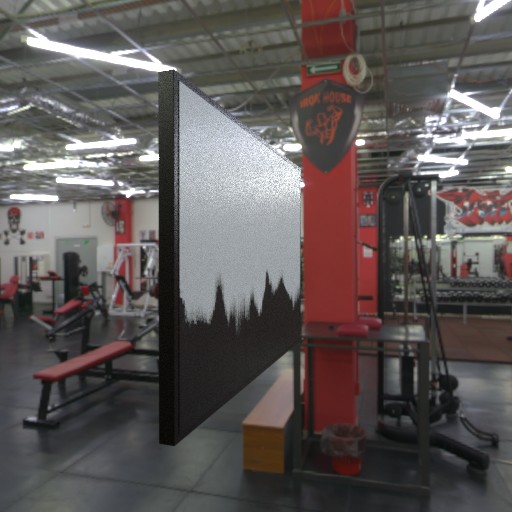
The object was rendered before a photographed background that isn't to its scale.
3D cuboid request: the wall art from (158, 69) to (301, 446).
[{"bbox_3d":[0.000,0.000,0.838,0.022,0.446,0.659,0,1,19],"label":"wall art"}]
